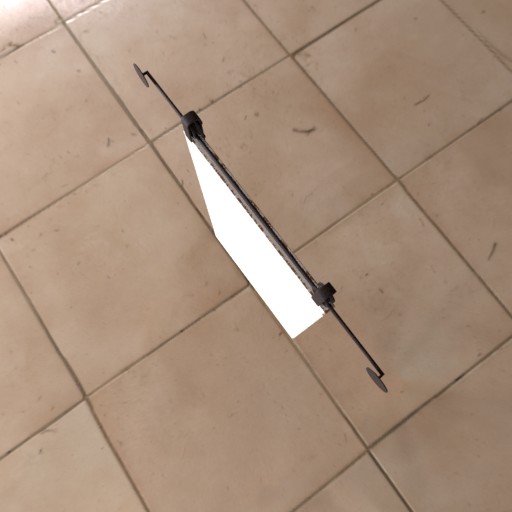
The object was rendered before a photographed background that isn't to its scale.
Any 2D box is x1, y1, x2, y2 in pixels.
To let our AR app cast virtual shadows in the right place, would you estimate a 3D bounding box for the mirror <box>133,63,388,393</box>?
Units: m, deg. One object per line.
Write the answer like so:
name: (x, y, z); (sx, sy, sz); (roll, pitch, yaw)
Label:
mirror: (0.000, 0.000, 1.205); (0.037, 0.844, 0.808); (-36, 79, -8)
